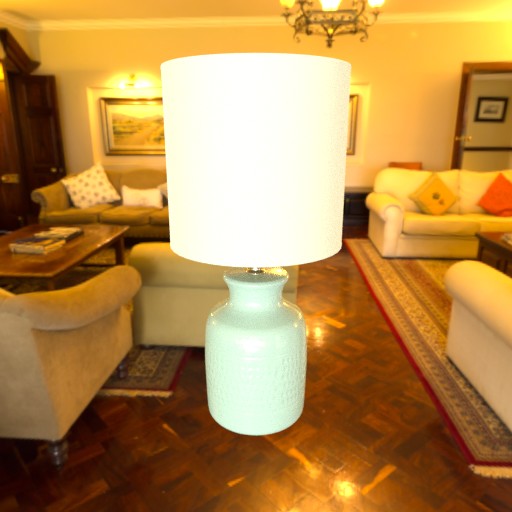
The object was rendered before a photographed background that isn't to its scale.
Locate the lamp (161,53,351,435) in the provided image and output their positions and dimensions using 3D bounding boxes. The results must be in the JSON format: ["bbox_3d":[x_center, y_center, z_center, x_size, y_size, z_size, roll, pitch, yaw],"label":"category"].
[{"bbox_3d":[0.000,0.000,1.109,0.418,0.871,0.418,-15,22,-43],"label":"lamp"}]
